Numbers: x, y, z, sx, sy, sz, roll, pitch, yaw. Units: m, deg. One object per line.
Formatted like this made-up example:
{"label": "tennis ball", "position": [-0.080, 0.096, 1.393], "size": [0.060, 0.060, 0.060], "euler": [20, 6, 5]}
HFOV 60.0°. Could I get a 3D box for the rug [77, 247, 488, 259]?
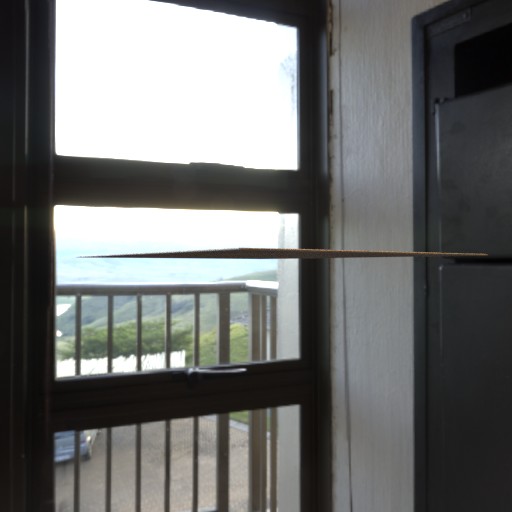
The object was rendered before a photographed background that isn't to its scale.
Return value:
{"label": "rug", "position": [0.000, 0.000, 4.000], "size": [2.363, 0.012, 2.980], "euler": [1, -1, -36]}
